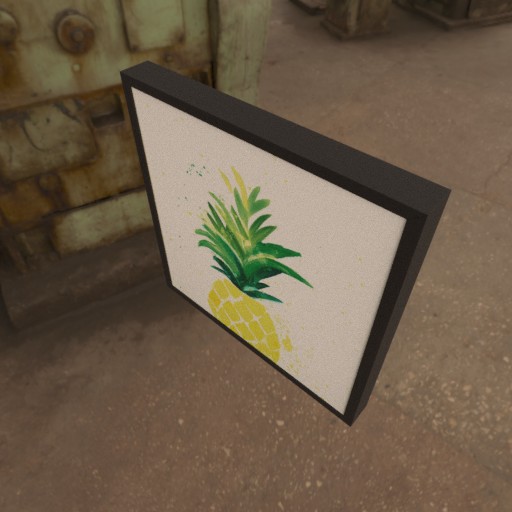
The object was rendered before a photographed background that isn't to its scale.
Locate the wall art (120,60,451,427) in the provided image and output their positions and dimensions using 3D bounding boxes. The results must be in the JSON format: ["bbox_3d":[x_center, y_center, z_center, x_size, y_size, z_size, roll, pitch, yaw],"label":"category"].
[{"bbox_3d":[0.000,0.000,0.454,0.305,0.304,0.033,32,54,27],"label":"wall art"}]
